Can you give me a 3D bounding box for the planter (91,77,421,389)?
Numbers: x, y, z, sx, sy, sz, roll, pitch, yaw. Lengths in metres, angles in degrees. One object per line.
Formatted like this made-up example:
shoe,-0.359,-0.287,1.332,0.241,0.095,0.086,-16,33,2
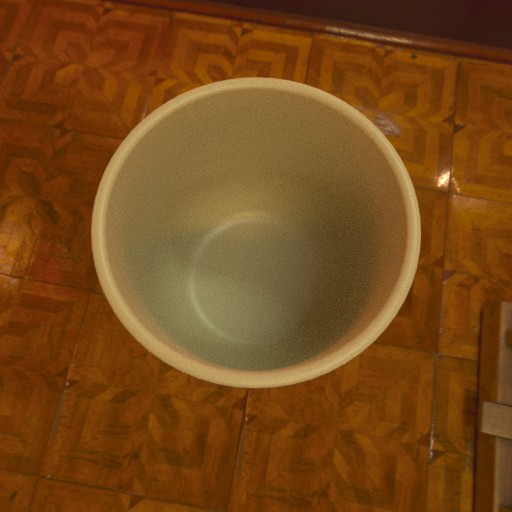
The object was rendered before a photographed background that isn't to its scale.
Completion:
planter,0.000,0.000,0.218,0.124,0.109,0.124,0,74,0
